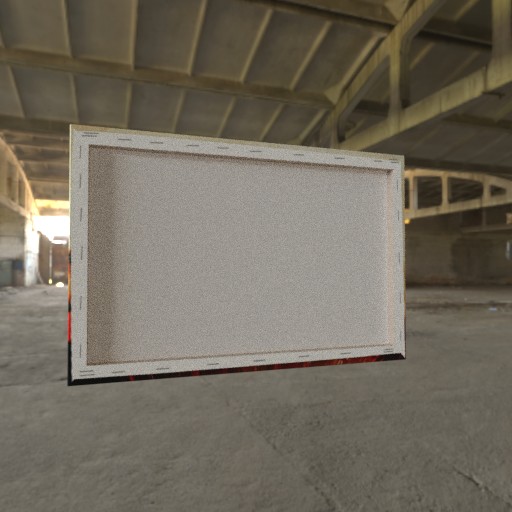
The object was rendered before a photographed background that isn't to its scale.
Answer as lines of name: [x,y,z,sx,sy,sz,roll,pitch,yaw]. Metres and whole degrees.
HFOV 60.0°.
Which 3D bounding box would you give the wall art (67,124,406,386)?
wall art: [0.000,0.000,1.178,0.918,0.602,0.038,0,-1,-19]
